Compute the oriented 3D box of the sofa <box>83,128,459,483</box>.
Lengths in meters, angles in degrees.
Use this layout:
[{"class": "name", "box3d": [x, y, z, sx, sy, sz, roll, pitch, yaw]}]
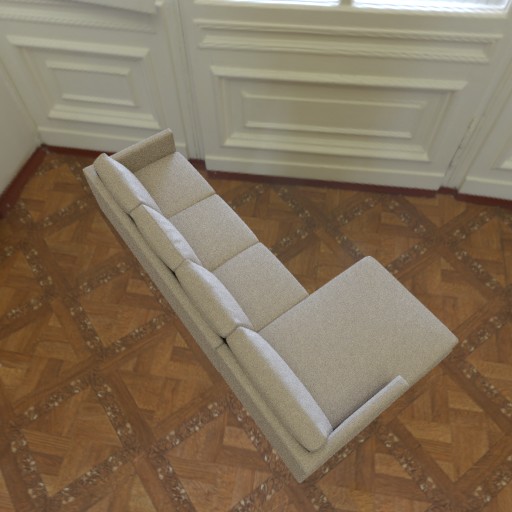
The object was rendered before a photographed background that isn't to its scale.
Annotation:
[{"class": "sofa", "box3d": [0.000, 0.000, 3.862, 1.625, 0.846, 3.186, -32, 63, -19]}]
